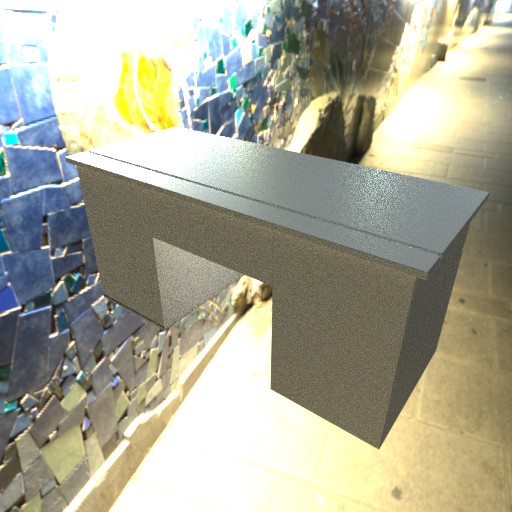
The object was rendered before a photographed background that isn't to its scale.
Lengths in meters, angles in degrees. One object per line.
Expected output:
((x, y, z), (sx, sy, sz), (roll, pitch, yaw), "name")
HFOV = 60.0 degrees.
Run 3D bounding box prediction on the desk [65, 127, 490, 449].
((0.000, 0.000, 1.947), (1.580, 0.760, 0.670), (21, 36, 31), "desk")
